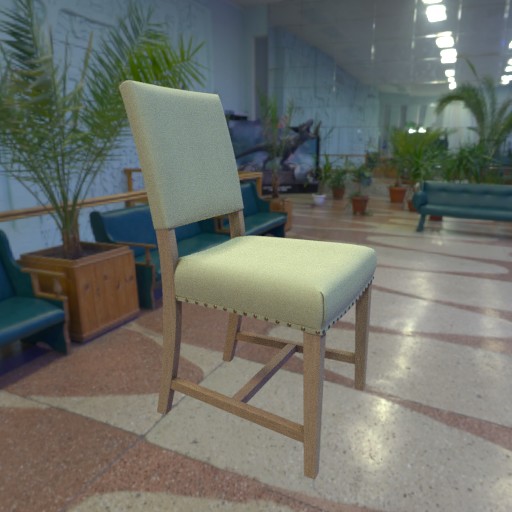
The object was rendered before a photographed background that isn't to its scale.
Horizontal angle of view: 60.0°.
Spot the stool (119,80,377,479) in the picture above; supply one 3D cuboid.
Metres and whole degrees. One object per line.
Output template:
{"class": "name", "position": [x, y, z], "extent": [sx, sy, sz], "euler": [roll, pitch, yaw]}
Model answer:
{"class": "stool", "position": [0.000, 0.000, 1.347], "extent": [0.623, 0.986, 0.508], "euler": [8, 16, 27]}
